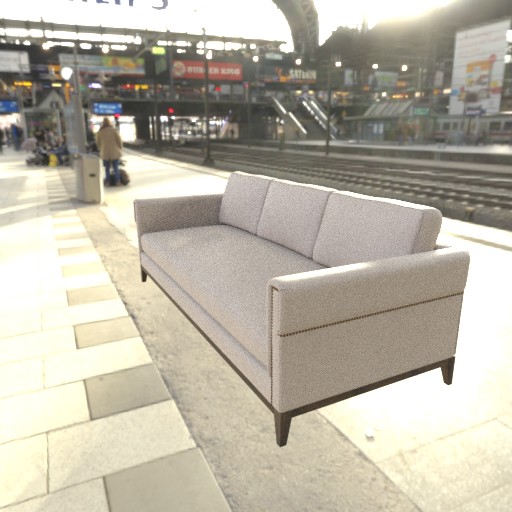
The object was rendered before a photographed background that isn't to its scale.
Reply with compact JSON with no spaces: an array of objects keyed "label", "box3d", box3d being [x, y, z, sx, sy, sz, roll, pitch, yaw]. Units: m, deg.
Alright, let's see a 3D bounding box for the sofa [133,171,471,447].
[{"label":"sofa","box3d":[0.000,0.000,2.685,0.959,0.838,2.210,-8,18,-26]}]
